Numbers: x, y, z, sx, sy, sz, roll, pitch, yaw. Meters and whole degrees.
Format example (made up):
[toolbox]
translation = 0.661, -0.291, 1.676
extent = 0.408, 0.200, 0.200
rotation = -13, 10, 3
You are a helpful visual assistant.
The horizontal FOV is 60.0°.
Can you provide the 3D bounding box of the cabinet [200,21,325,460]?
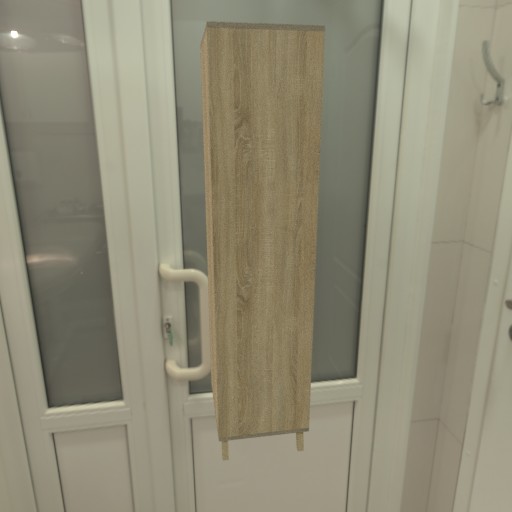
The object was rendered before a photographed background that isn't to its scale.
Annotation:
[cabinet]
translation = 0.000, 0.000, 2.175
extent = 0.450, 1.960, 0.510
rotation = -3, 17, -9
